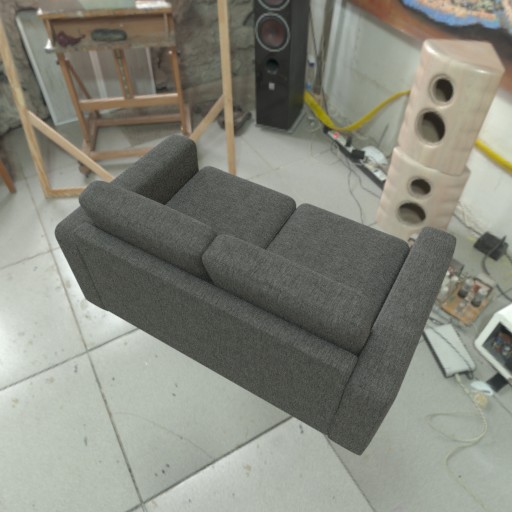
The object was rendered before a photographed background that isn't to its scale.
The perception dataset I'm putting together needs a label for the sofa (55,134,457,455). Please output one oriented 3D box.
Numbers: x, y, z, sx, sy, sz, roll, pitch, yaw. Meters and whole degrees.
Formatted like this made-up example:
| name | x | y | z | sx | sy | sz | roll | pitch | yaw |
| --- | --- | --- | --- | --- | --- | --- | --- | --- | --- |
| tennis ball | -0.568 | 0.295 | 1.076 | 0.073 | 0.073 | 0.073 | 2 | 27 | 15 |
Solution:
| name | x | y | z | sx | sy | sz | roll | pitch | yaw |
| --- | --- | --- | --- | --- | --- | --- | --- | --- | --- |
| sofa | 0.000 | 0.000 | 2.001 | 1.520 | 0.800 | 0.900 | 24 | 53 | 20 |
